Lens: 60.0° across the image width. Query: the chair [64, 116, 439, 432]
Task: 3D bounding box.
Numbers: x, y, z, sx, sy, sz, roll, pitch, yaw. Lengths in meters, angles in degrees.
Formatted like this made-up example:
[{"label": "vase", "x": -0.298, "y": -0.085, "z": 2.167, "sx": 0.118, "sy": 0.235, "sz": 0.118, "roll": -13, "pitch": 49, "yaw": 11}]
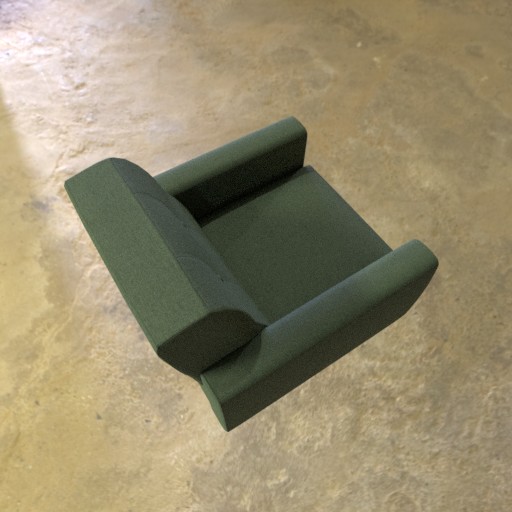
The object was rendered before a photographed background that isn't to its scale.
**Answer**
[{"label": "chair", "x": 0.000, "y": 0.000, "z": 1.554, "sx": 0.909, "sy": 0.841, "sz": 0.831, "roll": -29, "pitch": 63, "yaw": -17}]
